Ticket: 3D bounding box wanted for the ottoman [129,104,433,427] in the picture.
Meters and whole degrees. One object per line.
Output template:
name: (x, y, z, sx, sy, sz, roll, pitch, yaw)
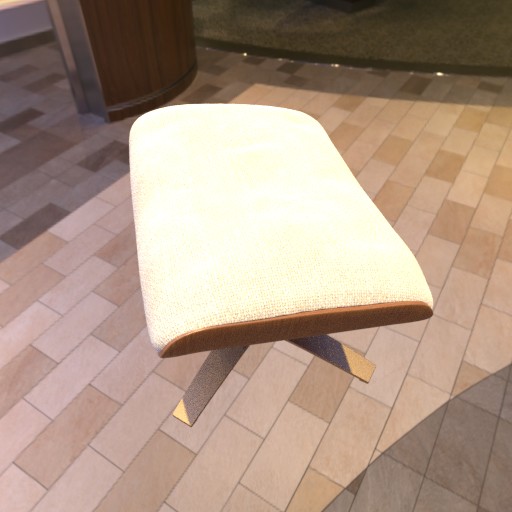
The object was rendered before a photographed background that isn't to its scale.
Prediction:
ottoman: (0.000, 0.000, 0.804, 0.394, 0.391, 0.520, -10, 46, -10)
